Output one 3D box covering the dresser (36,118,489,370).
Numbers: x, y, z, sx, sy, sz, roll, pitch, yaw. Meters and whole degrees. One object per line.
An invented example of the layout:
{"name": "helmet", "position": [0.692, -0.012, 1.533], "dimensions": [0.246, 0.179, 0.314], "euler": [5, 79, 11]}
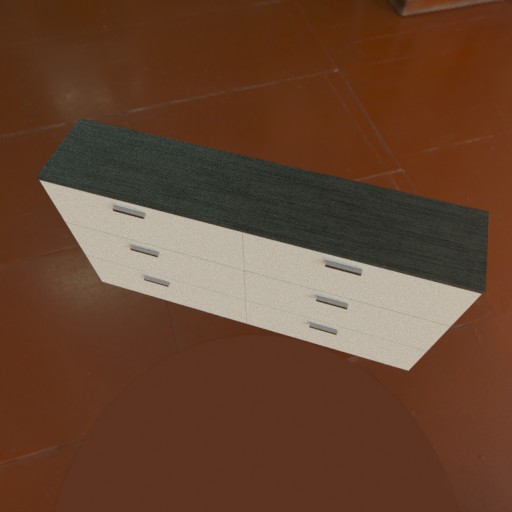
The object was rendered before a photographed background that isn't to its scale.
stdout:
{"name": "dresser", "position": [0.000, 0.000, 1.859], "dimensions": [1.535, 0.790, 0.333], "euler": [15, 59, 9]}
